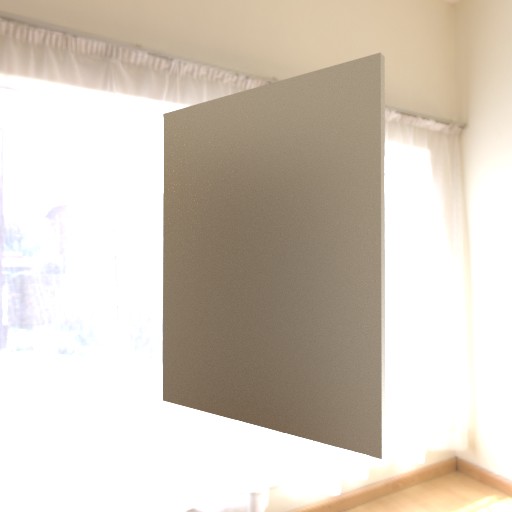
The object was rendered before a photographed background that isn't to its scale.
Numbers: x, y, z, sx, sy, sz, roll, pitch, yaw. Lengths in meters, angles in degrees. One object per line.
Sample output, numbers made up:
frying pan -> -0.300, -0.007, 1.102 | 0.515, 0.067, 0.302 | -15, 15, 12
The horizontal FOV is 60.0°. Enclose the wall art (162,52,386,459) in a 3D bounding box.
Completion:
wall art -> 0.000, 0.000, 1.390 | 0.816, 1.046, 0.030 | 0, -1, 36
